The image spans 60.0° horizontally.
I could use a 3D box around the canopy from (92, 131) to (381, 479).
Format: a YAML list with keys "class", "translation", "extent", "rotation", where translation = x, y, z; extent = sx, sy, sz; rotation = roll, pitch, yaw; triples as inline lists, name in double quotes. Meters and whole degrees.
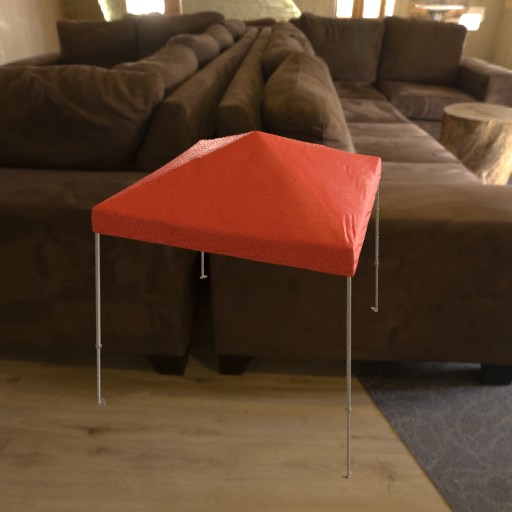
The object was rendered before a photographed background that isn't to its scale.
- class: "canopy"
  translation: [0.000, 0.000, 5.084]
  extent: [2.849, 2.850, 2.850]
  rotation: [10, 32, 16]
